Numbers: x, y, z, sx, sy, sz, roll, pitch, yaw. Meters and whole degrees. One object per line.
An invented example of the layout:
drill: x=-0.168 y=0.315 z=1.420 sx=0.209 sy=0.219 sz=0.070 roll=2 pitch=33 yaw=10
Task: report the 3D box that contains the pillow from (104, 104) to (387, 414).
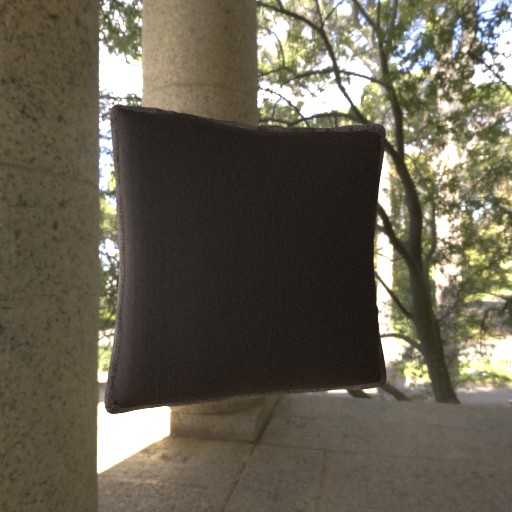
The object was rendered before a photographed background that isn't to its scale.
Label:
pillow: x=0.000 y=0.000 z=0.807 sx=0.522 sy=0.520 sz=0.204 roll=0 pitch=0 yaw=-18
